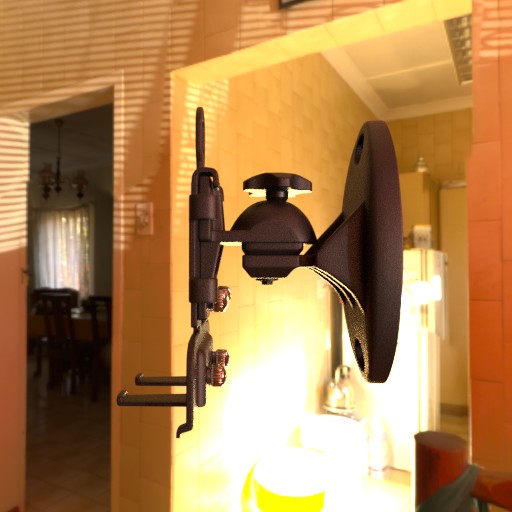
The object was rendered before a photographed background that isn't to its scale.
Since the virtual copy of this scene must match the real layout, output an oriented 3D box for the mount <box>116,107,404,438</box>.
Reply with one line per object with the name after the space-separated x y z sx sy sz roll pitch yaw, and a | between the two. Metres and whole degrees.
0.000 0.000 0.176 0.100 0.118 0.066 0 -1 -1 | mount
